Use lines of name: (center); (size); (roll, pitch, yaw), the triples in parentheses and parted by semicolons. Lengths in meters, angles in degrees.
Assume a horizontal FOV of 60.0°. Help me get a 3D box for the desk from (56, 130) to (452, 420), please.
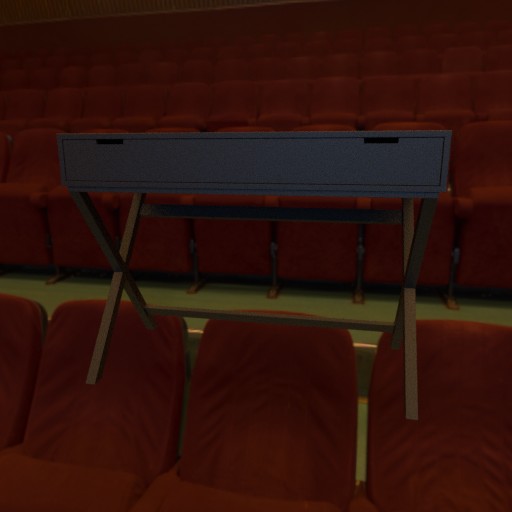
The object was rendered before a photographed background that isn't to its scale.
desk: (0.000, 0.000, 1.488); (1.057, 0.780, 0.504); (3, 13, 11)
